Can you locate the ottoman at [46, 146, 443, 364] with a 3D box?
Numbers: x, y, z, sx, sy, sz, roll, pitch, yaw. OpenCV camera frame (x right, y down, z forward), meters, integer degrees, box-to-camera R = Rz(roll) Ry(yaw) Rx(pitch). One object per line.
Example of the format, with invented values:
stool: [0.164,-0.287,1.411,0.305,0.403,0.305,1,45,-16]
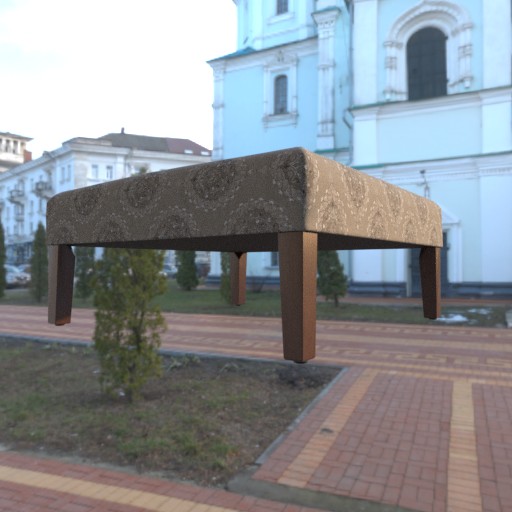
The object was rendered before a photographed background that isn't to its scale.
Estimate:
ottoman: [0.000,0.000,1.382,0.890,0.411,0.889,-1,-2,37]
